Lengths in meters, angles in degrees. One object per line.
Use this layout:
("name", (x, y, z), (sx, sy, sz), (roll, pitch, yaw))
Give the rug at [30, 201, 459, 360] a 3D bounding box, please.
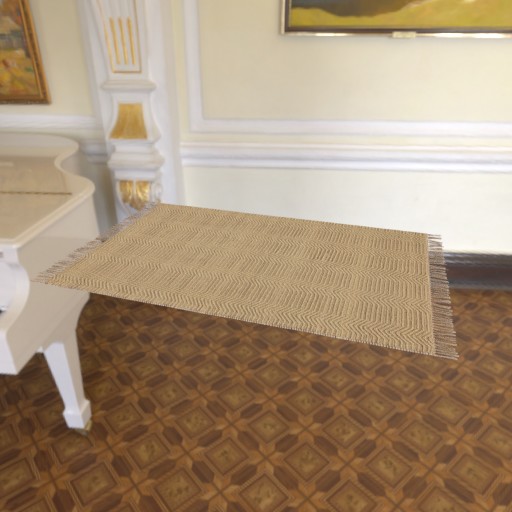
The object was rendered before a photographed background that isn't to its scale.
("rug", (0.000, 0.000, 2.472), (2.021, 0.027, 1.224), (8, 28, 16))
